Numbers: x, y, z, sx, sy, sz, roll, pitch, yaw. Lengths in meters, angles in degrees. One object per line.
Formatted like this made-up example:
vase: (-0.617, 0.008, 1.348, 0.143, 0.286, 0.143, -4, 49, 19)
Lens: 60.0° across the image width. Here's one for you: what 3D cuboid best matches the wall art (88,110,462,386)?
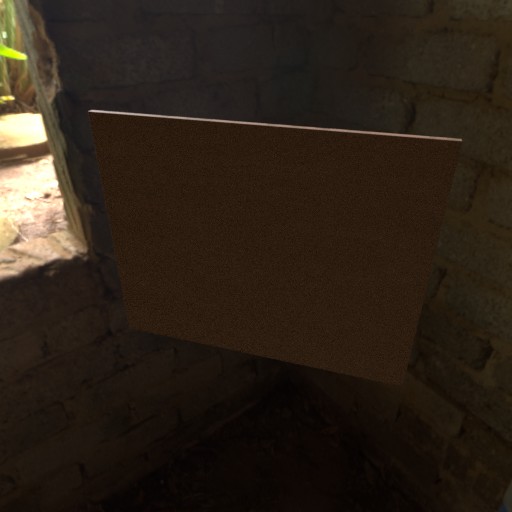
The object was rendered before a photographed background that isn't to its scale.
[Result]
wall art: (0.000, 0.000, 0.691, 0.508, 0.408, 0.010, 9, 32, 14)
